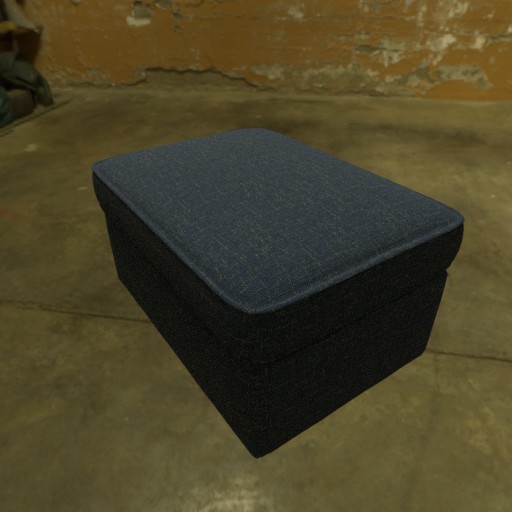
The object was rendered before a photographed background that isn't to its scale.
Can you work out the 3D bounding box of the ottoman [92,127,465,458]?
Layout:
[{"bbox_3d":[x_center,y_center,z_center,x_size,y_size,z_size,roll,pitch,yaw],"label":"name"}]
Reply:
[{"bbox_3d":[0.000,0.000,1.087,0.549,0.450,0.749,-21,38,-29],"label":"ottoman"}]
